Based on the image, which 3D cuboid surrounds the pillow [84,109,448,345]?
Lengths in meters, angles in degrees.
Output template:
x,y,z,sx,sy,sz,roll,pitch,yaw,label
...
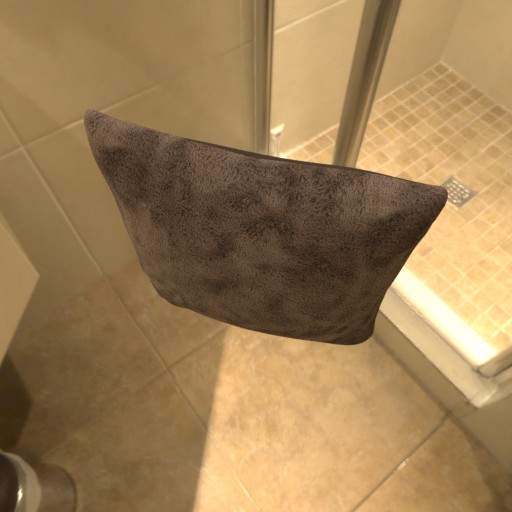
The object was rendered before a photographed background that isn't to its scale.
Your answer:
x,y,z,sx,sy,sz,roll,pitch,yaw,label
0.000,0.000,0.799,0.522,0.520,0.204,13,59,8,pillow
